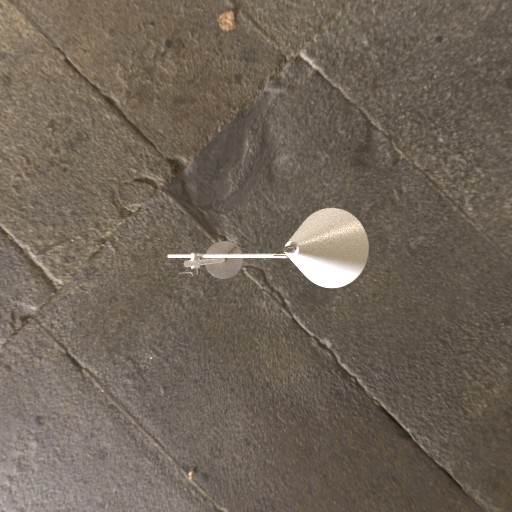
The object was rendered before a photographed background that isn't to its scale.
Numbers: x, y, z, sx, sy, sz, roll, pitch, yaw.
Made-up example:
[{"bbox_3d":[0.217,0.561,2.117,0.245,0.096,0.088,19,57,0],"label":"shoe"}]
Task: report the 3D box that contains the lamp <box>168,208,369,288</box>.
[{"bbox_3d":[0.000,0.000,1.569,0.508,1.430,0.223,0,90,0],"label":"lamp"}]
